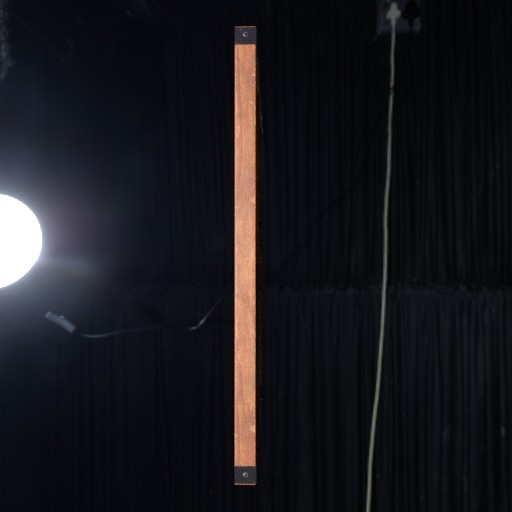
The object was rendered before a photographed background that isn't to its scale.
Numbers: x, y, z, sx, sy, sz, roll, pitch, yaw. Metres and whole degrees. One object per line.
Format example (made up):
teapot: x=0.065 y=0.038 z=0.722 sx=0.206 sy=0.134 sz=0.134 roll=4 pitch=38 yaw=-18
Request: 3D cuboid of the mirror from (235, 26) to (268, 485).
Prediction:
mirror: x=0.000 y=0.000 z=0.991 sx=0.053 sy=0.761 sz=0.517 roll=0 pitch=-1 yaw=2
